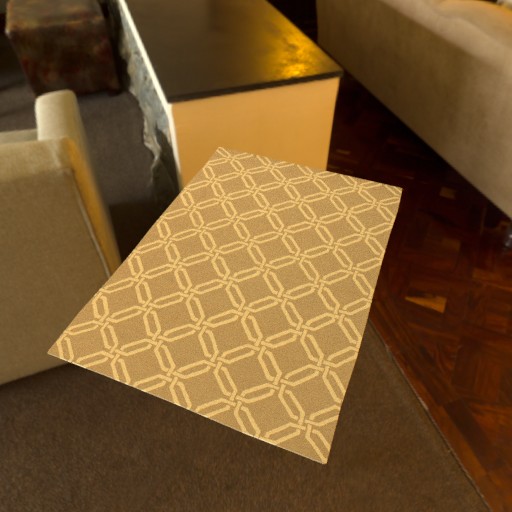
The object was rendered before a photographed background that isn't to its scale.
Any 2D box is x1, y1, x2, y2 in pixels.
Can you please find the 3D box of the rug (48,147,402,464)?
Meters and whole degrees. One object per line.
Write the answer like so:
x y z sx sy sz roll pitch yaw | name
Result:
0.000 0.000 2.813 1.524 0.013 2.135 16 48 15 | rug
